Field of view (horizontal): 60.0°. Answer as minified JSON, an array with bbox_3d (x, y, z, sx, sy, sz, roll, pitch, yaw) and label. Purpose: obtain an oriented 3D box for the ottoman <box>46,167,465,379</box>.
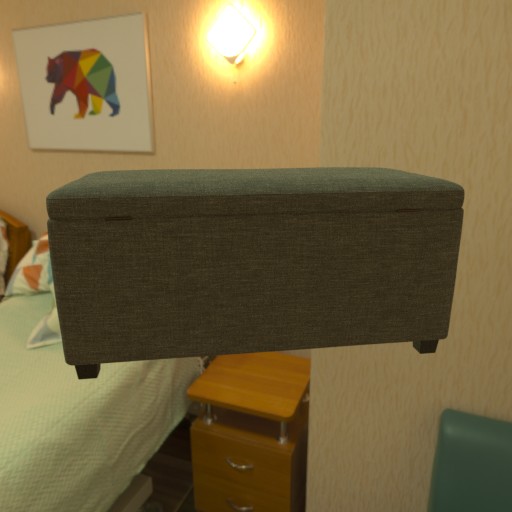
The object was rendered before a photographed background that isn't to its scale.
[{"bbox_3d":[0.000,0.000,1.143,0.902,0.432,0.419,-2,16,-8],"label":"ottoman"}]
